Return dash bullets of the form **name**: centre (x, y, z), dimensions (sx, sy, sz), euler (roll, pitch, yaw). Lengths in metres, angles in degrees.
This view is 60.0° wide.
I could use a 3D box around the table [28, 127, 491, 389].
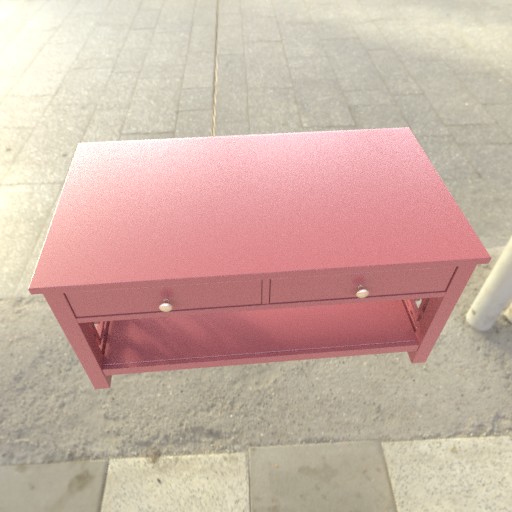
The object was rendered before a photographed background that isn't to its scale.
- **table**: centre (0.000, 0.000, 1.395), dimensions (1.068, 0.493, 0.612), euler (-4, 46, -4)
